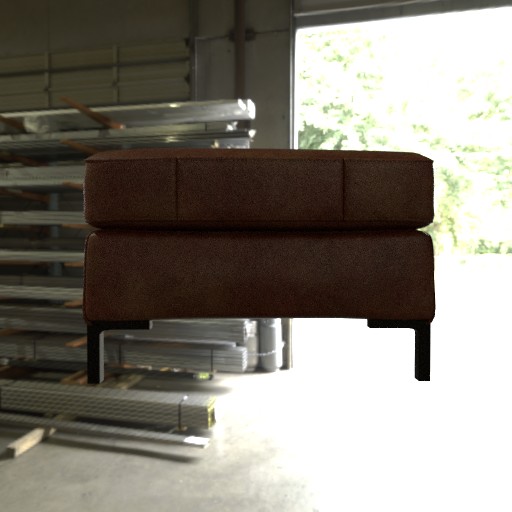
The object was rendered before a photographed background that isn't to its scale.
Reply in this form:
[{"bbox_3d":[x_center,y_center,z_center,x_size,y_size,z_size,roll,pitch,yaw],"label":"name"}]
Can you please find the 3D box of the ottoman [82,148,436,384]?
[{"bbox_3d":[0.000,0.000,1.764,0.965,0.667,1.186,0,1,-1],"label":"ottoman"}]
